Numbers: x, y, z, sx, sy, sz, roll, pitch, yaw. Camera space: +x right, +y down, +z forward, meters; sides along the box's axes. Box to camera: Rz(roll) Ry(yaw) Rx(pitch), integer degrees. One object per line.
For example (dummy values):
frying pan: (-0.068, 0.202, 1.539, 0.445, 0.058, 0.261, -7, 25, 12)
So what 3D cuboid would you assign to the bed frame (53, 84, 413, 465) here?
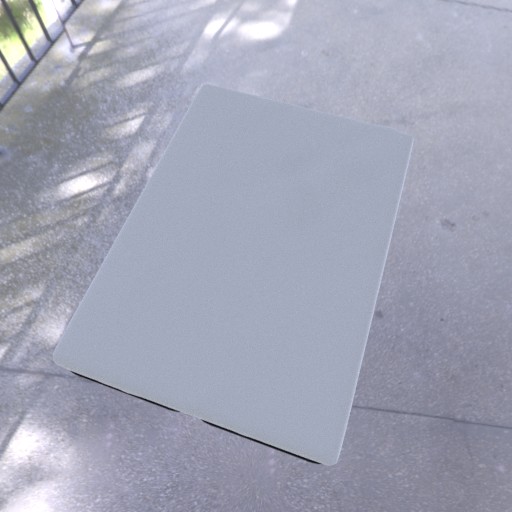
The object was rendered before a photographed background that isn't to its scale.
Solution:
bed frame: (0.000, 0.000, 2.574, 1.372, 0.637, 1.905, 17, 64, 8)
